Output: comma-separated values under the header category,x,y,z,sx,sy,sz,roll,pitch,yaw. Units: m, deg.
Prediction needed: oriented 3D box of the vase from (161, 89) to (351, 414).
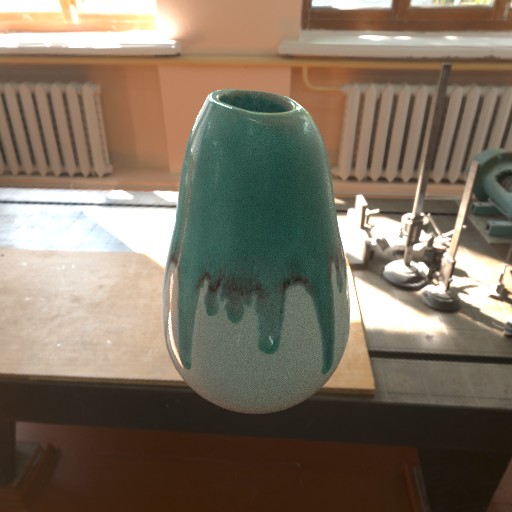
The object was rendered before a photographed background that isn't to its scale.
category,x,y,z,sx,sy,sz,roll,pitch,yaw
vase,0.000,0.000,0.256,0.116,0.179,0.116,0,31,0
